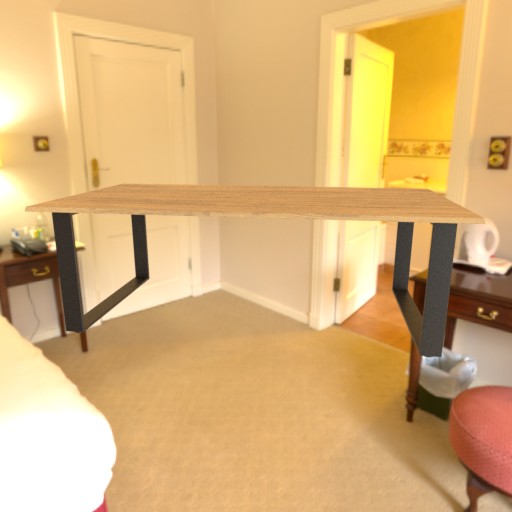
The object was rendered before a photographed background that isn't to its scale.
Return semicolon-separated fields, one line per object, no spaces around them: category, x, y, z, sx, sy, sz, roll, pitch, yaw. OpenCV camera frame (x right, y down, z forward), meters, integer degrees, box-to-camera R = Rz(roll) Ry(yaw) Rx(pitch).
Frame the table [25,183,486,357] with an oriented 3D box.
table;0.000;0.000;1.650;1.331;0.445;0.693;2;15;8
